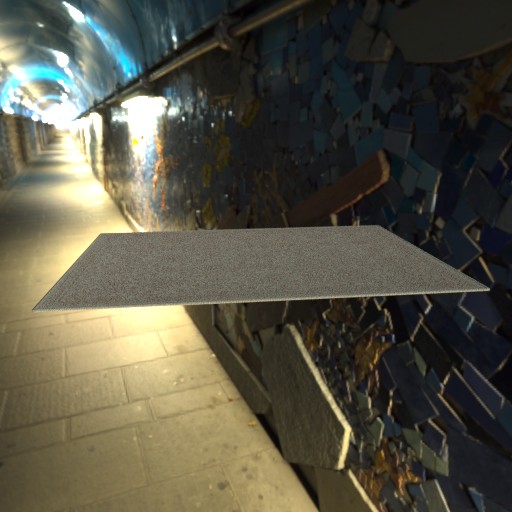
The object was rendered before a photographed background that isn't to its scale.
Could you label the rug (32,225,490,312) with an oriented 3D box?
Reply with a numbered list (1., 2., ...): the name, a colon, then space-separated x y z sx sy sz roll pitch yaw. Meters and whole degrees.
1. rug: 0.000 0.000 2.326 1.829 0.010 1.219 -2 17 -7
